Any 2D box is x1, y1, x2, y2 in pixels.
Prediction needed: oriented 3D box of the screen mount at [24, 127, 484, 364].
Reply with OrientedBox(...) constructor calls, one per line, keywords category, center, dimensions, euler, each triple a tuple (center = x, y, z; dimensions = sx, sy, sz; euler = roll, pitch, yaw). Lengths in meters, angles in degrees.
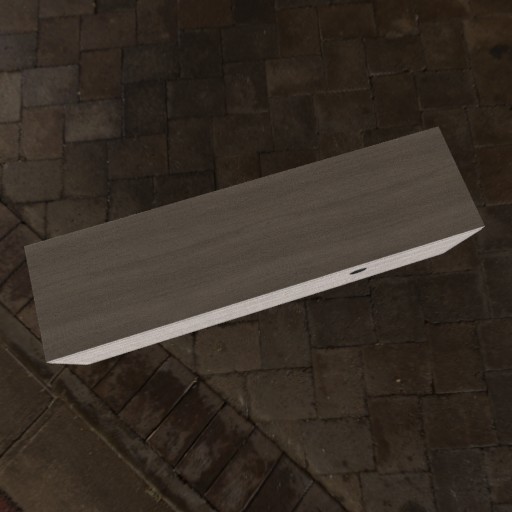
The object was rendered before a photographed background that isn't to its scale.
OrientedBox(category="screen mount", center=(0.000, 0.000, 1.736), dimensions=(1.500, 0.509, 0.401), euler=(-17, 76, -4))
